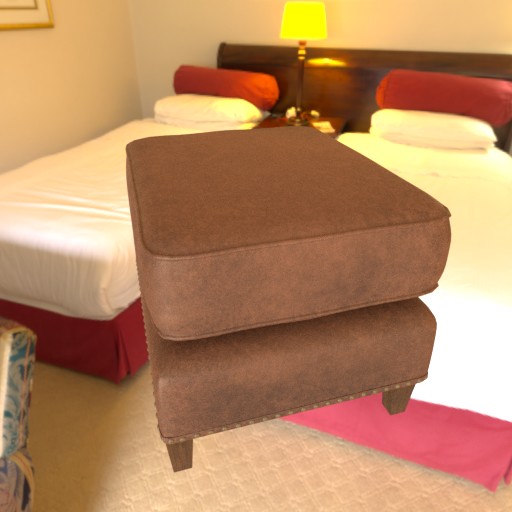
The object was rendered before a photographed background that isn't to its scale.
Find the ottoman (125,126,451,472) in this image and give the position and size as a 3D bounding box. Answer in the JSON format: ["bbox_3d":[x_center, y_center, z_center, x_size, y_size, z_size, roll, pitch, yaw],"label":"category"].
[{"bbox_3d":[0.000,0.000,1.114,0.589,0.537,0.738,-8,31,-15],"label":"ottoman"}]
